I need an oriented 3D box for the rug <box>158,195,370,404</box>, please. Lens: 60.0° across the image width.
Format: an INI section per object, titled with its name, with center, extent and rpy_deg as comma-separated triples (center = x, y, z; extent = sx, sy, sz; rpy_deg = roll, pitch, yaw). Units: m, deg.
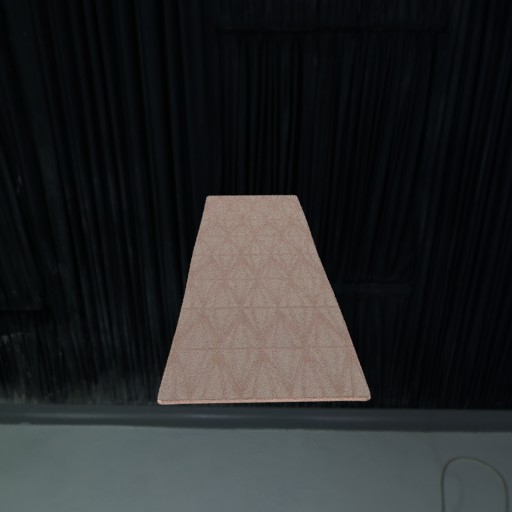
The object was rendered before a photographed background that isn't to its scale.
[rug]
center = 0.000, 0.000, 2.649
extent = 0.760, 0.015, 2.435
rpy_deg = -1, 25, -1
